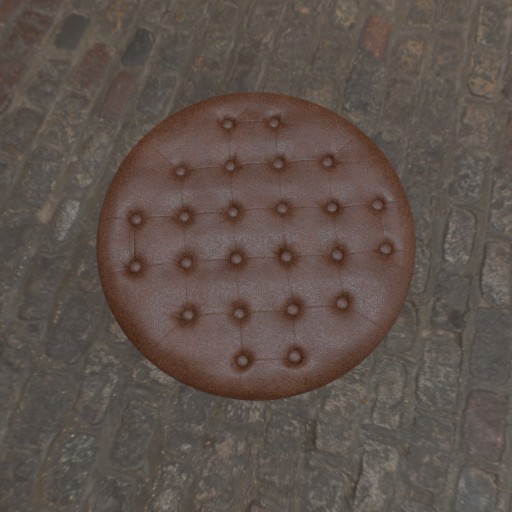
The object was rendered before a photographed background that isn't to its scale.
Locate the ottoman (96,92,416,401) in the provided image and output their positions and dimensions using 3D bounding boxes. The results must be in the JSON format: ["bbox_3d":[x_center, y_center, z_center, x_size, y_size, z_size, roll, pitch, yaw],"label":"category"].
[{"bbox_3d":[0.000,0.000,1.064,0.637,0.442,0.637,0,76,0],"label":"ottoman"}]
